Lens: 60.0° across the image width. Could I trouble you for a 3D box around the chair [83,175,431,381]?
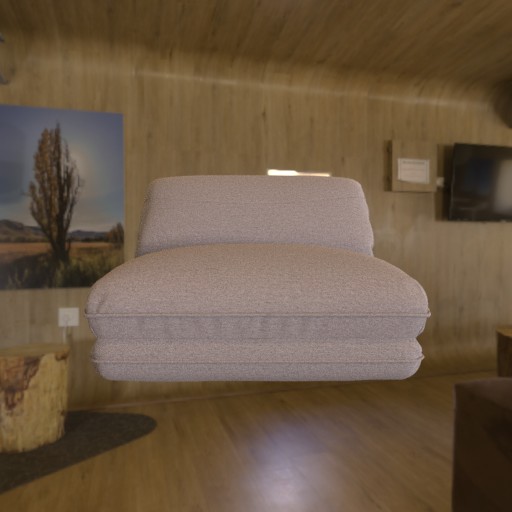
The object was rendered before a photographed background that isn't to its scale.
[{"bbox_3d":[0.000,0.000,1.375,0.820,0.580,0.780,0,1,-1],"label":"chair"}]
